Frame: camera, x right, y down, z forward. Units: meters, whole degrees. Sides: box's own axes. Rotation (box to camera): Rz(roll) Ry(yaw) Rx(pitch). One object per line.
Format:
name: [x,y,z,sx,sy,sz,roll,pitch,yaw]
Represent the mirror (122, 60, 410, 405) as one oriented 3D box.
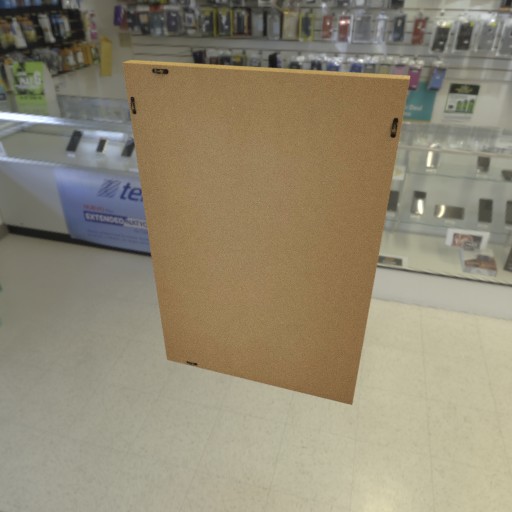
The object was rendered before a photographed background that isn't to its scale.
mirror: [0.000,0.000,1.159,0.609,0.915,0.040,10,34,15]
